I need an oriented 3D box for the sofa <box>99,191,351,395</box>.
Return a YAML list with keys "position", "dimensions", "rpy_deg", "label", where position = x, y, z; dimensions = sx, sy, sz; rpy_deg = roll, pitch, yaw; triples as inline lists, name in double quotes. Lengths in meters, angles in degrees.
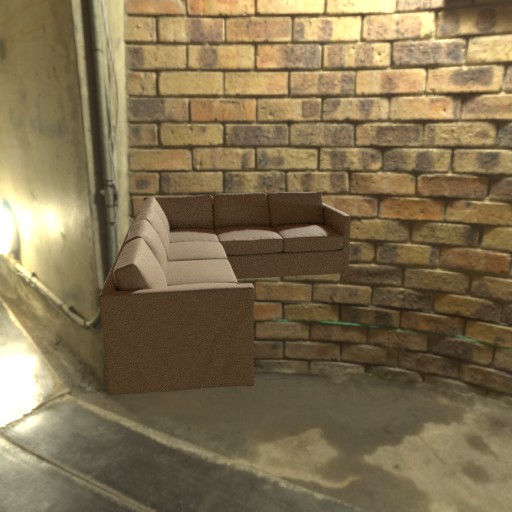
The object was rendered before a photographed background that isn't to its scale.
- position: [0.000, 0.000, 4.335]
  dimensions: [2.432, 0.871, 3.182]
  rpy_deg: [-3, 16, -10]
  label: "sofa"
